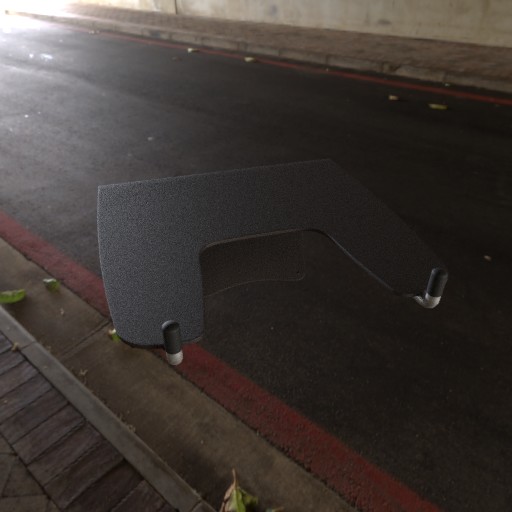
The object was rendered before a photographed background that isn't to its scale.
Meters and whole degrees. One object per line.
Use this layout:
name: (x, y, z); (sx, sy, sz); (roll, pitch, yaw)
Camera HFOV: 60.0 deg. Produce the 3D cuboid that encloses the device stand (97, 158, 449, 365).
device stand: (0.000, 0.000, 0.351); (0.230, 0.092, 0.230); (-10, 35, -14)
